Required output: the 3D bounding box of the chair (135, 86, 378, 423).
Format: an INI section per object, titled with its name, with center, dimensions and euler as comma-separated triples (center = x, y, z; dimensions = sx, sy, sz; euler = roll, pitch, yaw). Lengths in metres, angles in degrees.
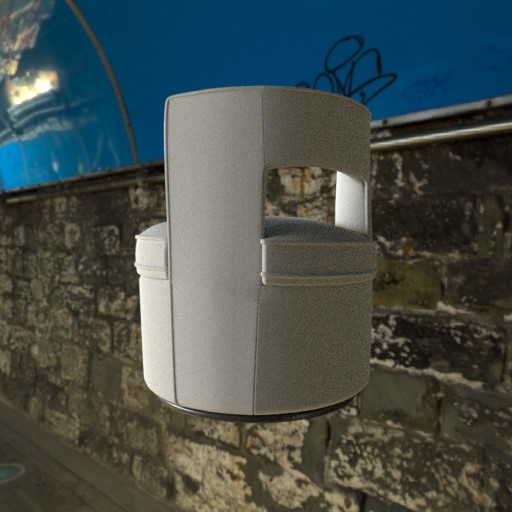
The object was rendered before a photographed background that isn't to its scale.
[chair]
center = 0.000, 0.000, 1.232
dimensions = 0.650, 0.723, 0.665
euler = -1, 1, -35
